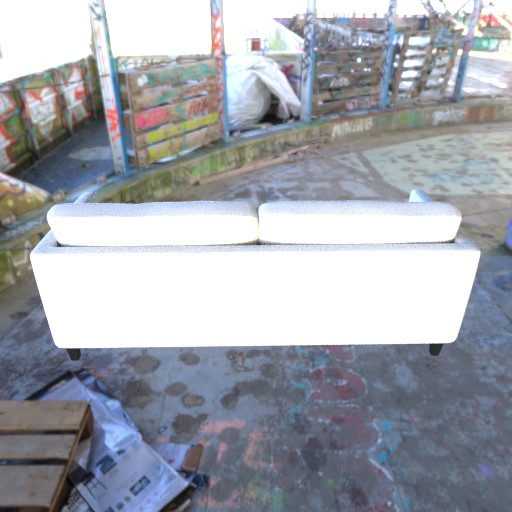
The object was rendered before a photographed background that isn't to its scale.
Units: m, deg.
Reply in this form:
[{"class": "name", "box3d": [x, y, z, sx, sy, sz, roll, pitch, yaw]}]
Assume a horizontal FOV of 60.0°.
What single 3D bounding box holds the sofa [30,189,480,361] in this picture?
[{"class": "sofa", "box3d": [0.000, 0.000, 2.880, 2.434, 0.965, 0.948, -1, 29, -1]}]
